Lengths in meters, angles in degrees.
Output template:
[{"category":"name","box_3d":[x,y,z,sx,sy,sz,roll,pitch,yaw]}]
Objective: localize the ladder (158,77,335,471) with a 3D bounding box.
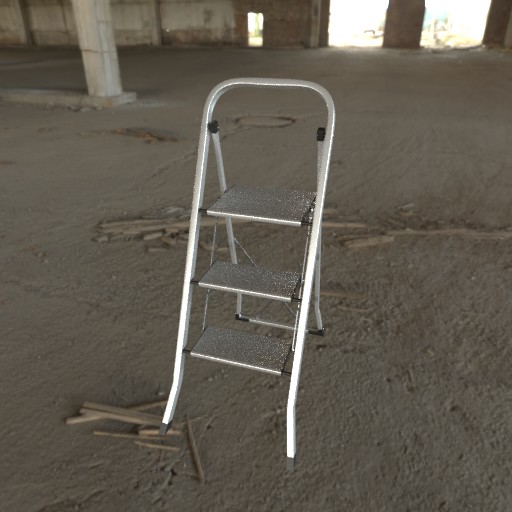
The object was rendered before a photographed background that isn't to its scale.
[{"category":"ladder","box_3d":[0.000,0.000,1.468,0.465,1.070,0.704,8,29,16]}]
